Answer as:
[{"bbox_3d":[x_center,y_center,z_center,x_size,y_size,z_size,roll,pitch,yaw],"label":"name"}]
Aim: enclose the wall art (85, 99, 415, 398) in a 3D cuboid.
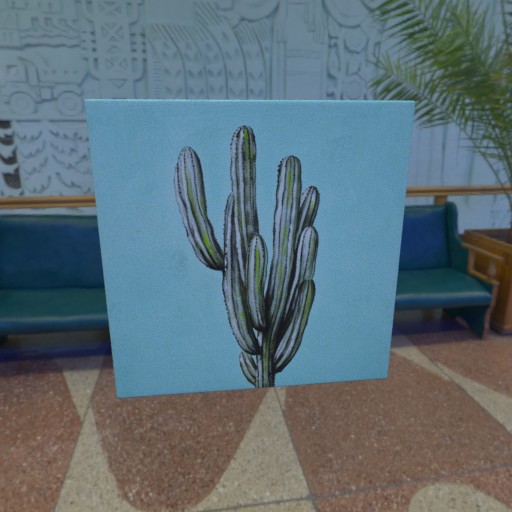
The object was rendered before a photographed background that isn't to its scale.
[{"bbox_3d":[0.000,0.000,1.156,0.765,0.766,0.054,-2,18,-7],"label":"wall art"}]
